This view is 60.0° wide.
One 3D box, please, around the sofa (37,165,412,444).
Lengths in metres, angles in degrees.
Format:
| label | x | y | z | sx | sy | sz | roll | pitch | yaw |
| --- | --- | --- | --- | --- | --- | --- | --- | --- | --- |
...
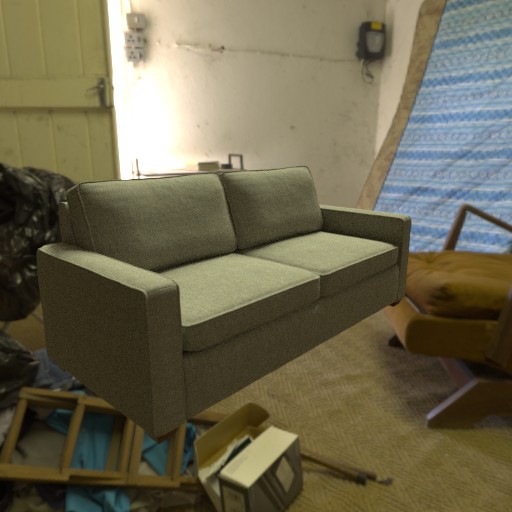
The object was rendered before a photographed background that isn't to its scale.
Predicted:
| label | x | y | z | sx | sy | sz | roll | pitch | yaw |
| --- | --- | --- | --- | --- | --- | --- | --- | --- | --- |
| sofa | 0.000 | 0.000 | 2.518 | 0.945 | 0.918 | 2.078 | 13 | 20 | 41 |
